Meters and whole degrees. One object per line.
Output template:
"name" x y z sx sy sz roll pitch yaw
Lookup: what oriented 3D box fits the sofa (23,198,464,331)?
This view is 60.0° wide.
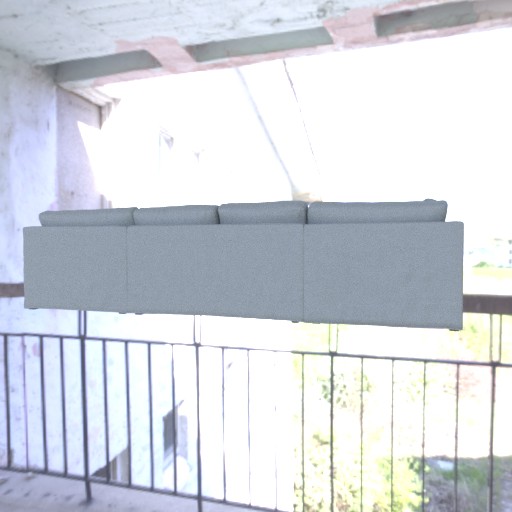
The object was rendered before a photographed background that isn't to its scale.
"sofa" 0.000 0.000 4.415 3.460 0.882 2.427 0 2 17
